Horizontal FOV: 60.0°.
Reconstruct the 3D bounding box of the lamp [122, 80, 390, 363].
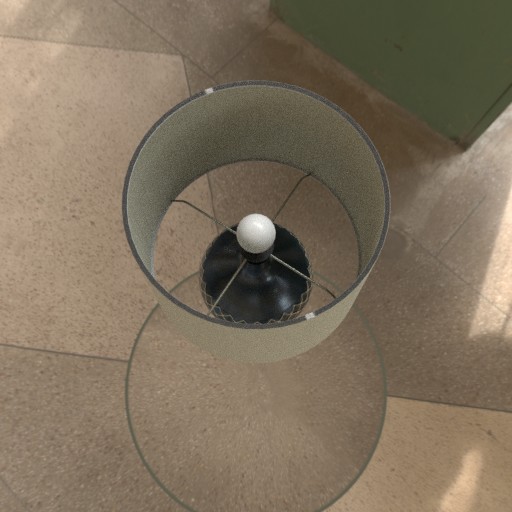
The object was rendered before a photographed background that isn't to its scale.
[{"bbox_3d":[0.000,0.000,0.795,0.376,0.540,0.376,0,74,0],"label":"lamp"}]
